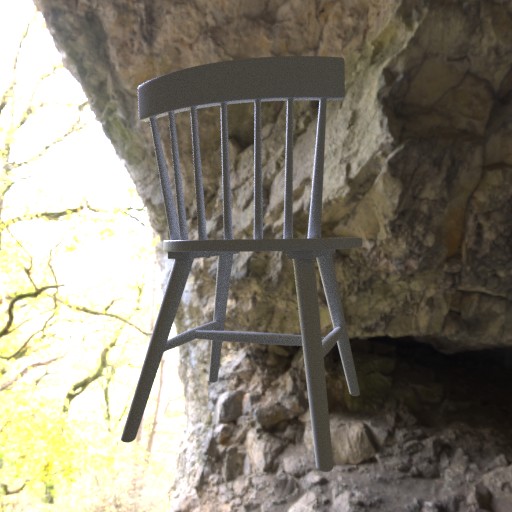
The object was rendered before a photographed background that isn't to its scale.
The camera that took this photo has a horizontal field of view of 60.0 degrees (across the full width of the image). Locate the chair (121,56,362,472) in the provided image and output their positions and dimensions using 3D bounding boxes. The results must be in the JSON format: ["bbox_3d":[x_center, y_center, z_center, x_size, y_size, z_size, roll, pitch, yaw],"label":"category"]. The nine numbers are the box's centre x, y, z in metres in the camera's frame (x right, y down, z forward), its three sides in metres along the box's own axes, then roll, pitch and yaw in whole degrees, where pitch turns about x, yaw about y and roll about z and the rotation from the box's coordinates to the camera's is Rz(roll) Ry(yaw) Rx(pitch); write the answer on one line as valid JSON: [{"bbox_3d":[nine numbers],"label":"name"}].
[{"bbox_3d":[0.000,0.000,1.101,0.483,0.787,0.500,0,-1,18],"label":"chair"}]
